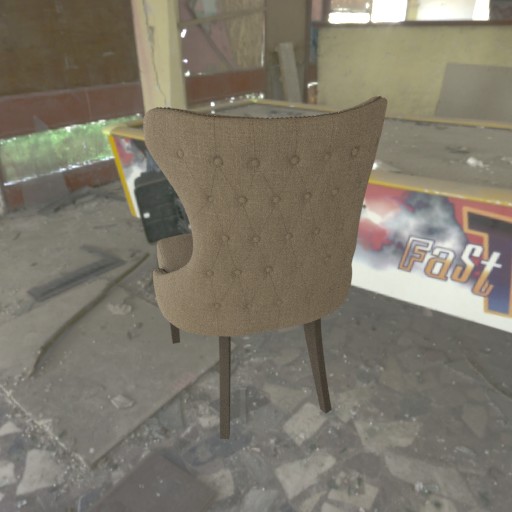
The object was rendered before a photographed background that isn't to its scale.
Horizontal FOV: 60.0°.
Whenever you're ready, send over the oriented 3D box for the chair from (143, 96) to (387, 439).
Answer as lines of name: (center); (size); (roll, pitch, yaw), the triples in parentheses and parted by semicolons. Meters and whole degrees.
chair: (0.000, 0.000, 1.377); (0.628, 0.967, 0.635); (-8, 28, -16)
